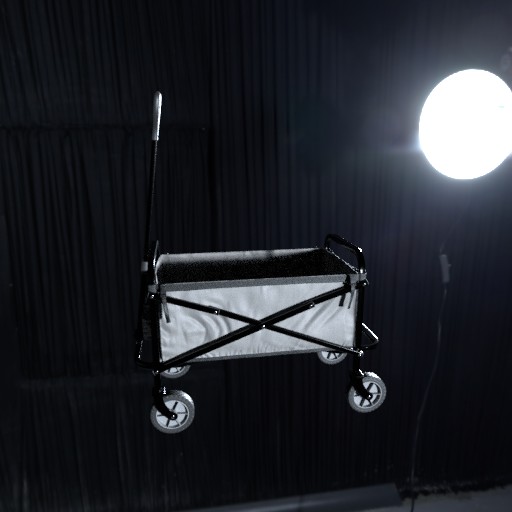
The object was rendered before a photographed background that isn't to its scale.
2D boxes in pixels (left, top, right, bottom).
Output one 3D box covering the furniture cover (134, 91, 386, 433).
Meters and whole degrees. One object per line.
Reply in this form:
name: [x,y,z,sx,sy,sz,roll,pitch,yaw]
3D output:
furniture cover: [0.000,0.000,1.871,1.038,1.295,0.532,-3,15,-10]
